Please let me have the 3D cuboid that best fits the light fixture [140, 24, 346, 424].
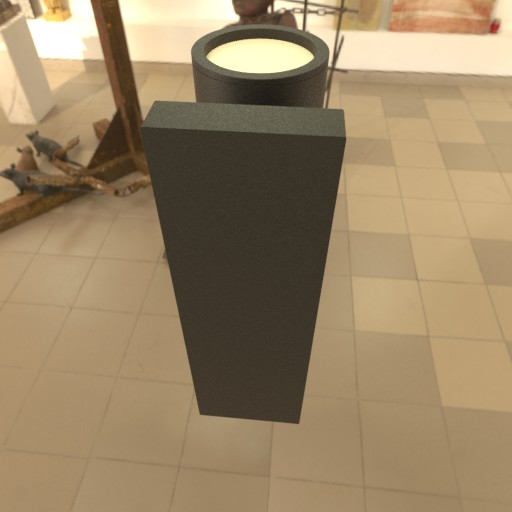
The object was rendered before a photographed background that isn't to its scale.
[{"bbox_3d":[0.000,0.000,0.389,0.105,0.330,0.149,4,46,4],"label":"light fixture"}]
